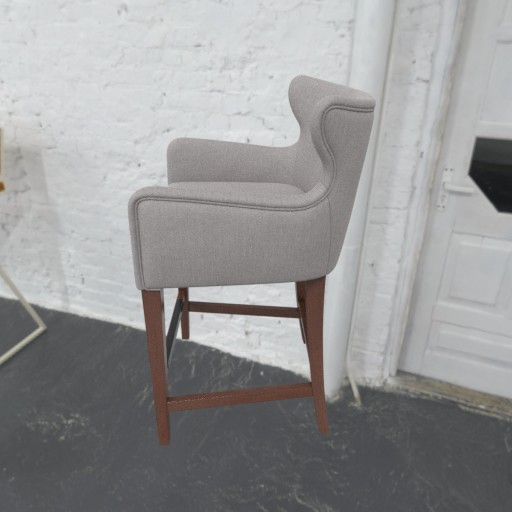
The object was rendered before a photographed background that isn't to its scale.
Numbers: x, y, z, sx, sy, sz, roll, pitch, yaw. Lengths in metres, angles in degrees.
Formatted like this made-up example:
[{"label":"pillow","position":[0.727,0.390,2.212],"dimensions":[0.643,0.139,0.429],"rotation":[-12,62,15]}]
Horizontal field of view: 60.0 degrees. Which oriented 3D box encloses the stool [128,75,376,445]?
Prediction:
[{"label":"stool","position":[0.000,0.000,1.304],"dimensions":[0.575,0.951,0.575],"rotation":[0,26,-1]}]
